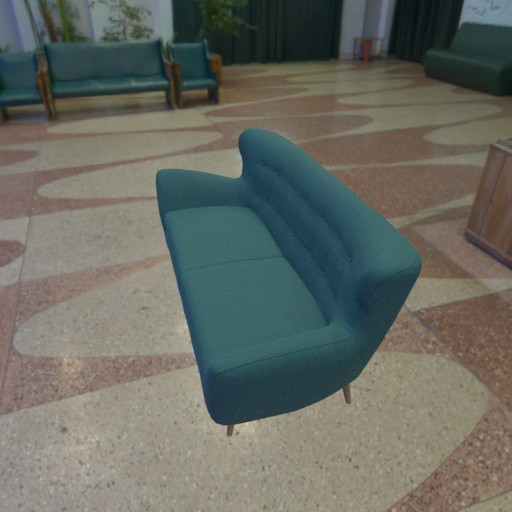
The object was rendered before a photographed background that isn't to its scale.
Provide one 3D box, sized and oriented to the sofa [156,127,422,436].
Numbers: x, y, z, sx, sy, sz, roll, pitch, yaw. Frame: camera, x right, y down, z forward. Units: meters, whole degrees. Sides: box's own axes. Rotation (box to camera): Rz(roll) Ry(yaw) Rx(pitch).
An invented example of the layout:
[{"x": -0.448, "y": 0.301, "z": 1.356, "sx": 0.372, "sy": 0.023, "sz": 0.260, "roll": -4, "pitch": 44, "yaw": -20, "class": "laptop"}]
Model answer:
[{"x": 0.000, "y": 0.000, "z": 2.407, "sx": 0.889, "sy": 0.890, "sz": 1.930, "roll": -9, "pitch": 33, "yaw": -14, "class": "sofa"}]
